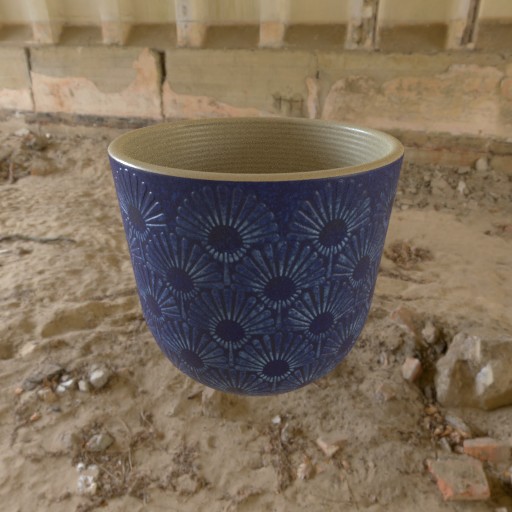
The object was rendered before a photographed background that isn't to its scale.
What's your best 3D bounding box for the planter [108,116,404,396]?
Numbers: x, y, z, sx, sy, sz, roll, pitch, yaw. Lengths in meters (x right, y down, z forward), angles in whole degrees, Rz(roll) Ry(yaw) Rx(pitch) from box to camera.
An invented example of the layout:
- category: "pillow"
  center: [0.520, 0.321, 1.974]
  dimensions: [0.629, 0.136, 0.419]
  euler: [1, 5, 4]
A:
- category: "planter"
  center: [0.000, 0.000, 0.362]
  dimensions: [0.206, 0.190, 0.206]
  euler: [0, 26, 0]
